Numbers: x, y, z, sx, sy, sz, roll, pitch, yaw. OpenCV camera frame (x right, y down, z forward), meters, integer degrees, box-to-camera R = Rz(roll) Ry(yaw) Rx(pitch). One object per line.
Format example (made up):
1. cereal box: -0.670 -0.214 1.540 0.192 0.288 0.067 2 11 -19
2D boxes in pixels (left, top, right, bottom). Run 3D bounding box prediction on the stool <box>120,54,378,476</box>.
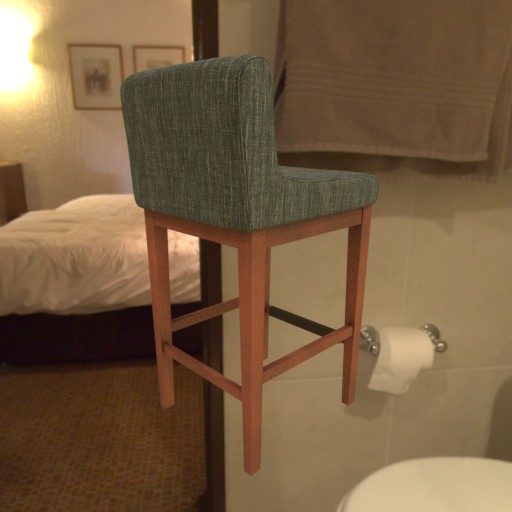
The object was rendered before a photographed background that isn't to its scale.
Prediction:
1. stool: 0.000 0.000 1.080 0.459 0.835 0.395 -15 22 -42
